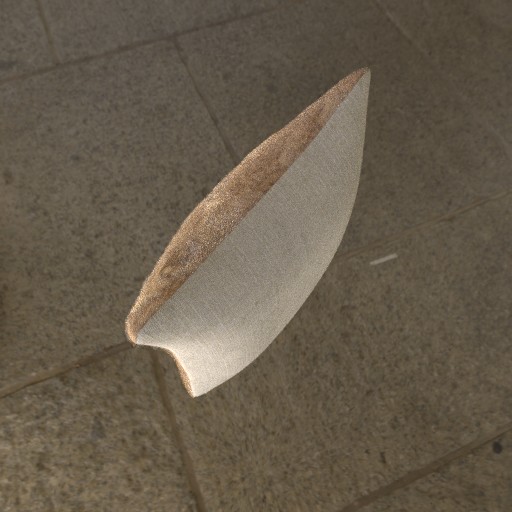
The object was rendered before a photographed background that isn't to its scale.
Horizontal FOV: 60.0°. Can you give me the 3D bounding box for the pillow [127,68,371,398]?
[{"bbox_3d":[0.000,0.000,0.819,0.216,0.525,0.538,35,69,16],"label":"pillow"}]
